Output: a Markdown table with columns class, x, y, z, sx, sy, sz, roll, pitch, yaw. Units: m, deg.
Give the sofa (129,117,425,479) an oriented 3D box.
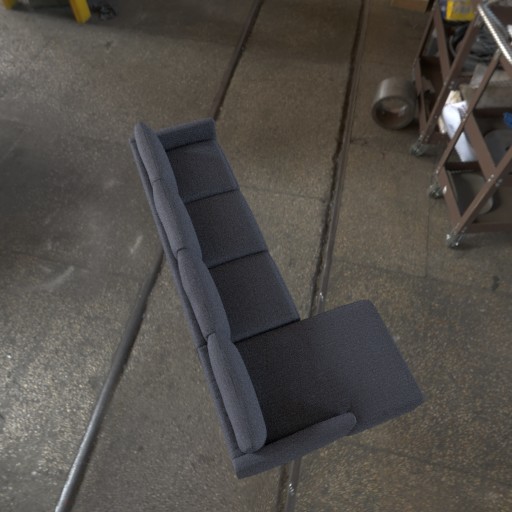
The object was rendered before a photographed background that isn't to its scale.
| class | x | y | z | sx | sy | sz | roll | pitch | yaw |
| --- | --- | --- | --- | --- | --- | --- | --- | --- | --- |
| sofa | 0.000 | 0.000 | 2.946 | 1.125 | 0.673 | 2.445 | -18 | 60 | -11 |
